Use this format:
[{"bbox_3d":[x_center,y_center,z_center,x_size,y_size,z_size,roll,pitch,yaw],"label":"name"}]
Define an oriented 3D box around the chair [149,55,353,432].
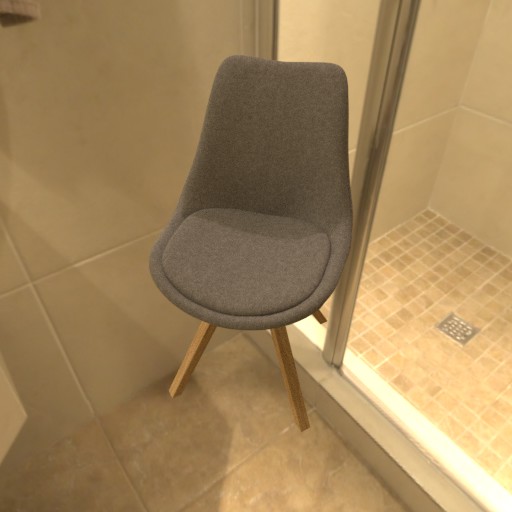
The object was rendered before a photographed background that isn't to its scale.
[{"bbox_3d":[0.000,0.000,1.194,0.483,0.865,0.550,10,42,12],"label":"chair"}]
